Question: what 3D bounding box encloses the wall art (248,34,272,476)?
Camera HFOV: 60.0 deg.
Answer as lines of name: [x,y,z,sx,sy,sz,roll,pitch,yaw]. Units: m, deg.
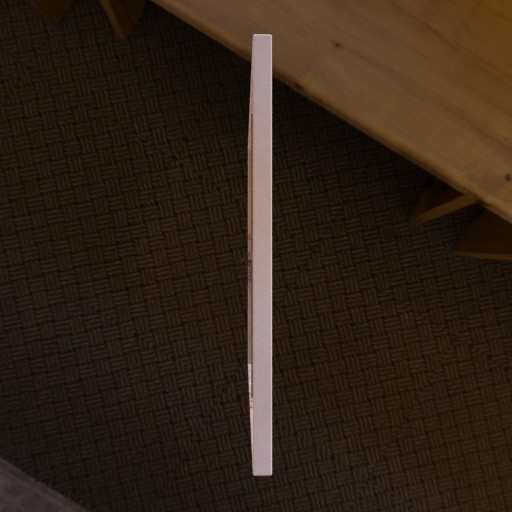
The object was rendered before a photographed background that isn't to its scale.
wall art: [0.000,0.000,1.336,0.038,0.889,0.889,0,90,-2]
